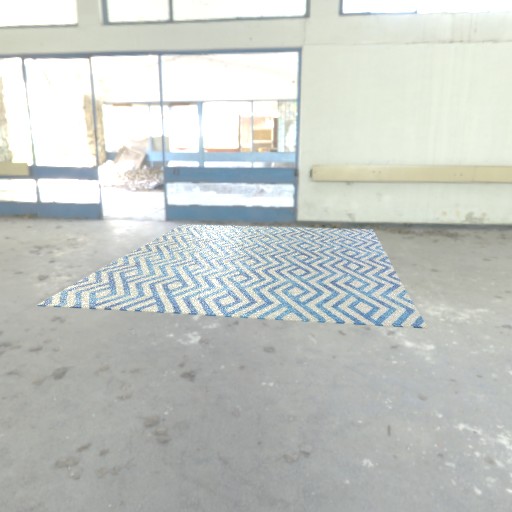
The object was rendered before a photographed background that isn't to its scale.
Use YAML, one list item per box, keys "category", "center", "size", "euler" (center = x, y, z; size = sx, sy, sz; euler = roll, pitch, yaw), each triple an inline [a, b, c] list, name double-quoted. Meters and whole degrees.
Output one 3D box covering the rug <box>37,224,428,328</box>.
- category: "rug"
  center: [0.000, 0.000, 4.178]
  size: [2.453, 0.008, 3.059]
  euler: [2, 14, 8]
